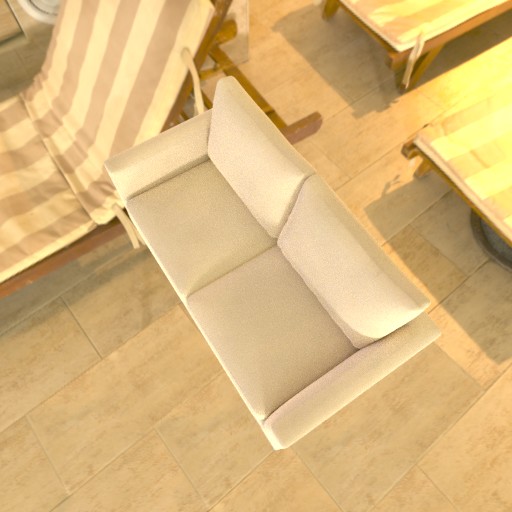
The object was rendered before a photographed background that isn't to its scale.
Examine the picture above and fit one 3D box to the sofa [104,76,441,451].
[{"bbox_3d":[0.000,0.000,2.386,0.906,0.995,1.739,-31,68,-14],"label":"sofa"}]
